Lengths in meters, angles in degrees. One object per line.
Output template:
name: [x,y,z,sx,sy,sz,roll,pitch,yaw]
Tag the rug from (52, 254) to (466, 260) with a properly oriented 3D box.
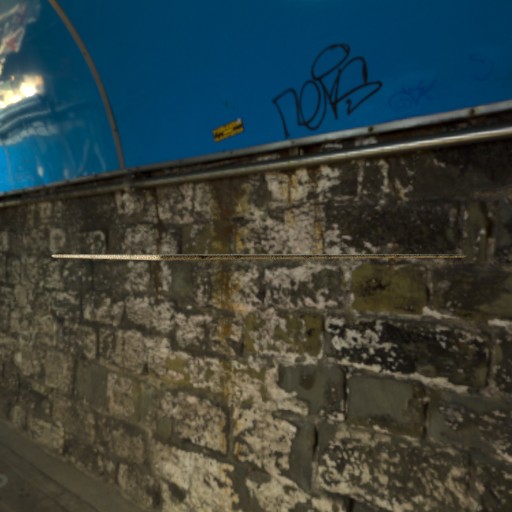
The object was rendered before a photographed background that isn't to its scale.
rug: [0.000,0.000,4.081,3.000,0.026,2.399,0,0,-37]
